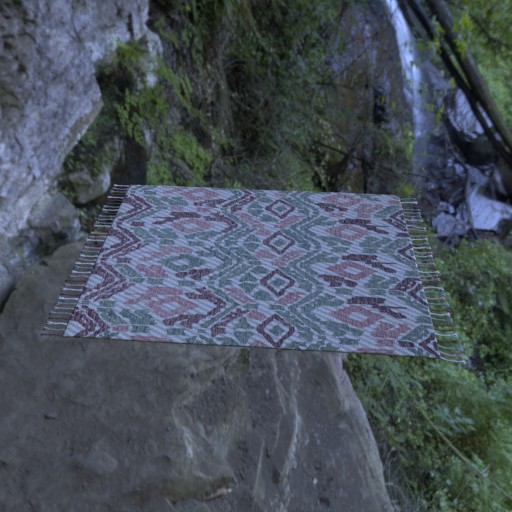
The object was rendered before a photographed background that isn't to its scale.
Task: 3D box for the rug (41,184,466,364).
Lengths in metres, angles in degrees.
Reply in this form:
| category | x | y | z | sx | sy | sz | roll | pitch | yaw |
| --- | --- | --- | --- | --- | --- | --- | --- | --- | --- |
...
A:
| category | x | y | z | sx | sy | sz | roll | pitch | yaw |
| --- | --- | --- | --- | --- | --- | --- | --- | --- | --- |
| rug | 0.000 | 0.000 | 3.031 | 2.438 | 0.011 | 1.524 | 3 | 45 | 3 |
